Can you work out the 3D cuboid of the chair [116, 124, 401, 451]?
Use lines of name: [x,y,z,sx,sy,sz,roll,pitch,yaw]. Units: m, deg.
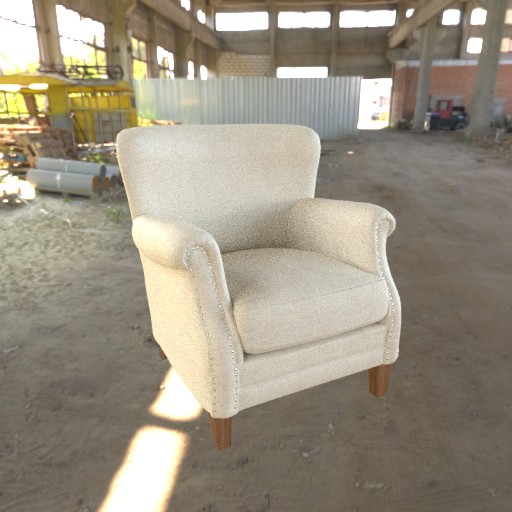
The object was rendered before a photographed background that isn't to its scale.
chair: [0.000,0.000,1.669,0.861,0.936,0.921,-9,20,-26]
